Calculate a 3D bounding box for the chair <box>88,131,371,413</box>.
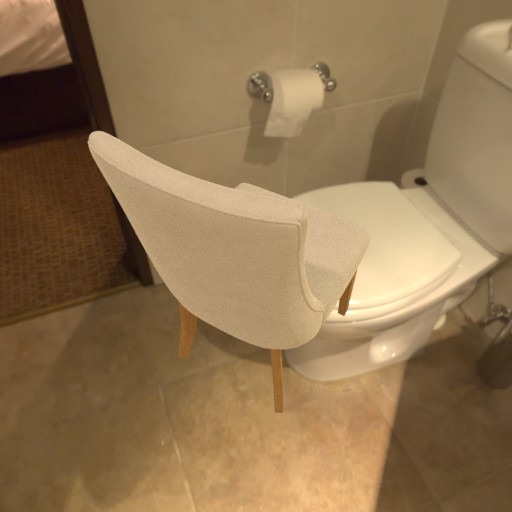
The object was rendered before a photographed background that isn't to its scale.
[{"bbox_3d":[0.000,0.000,1.250,0.495,0.902,0.610,24,51,21],"label":"chair"}]
